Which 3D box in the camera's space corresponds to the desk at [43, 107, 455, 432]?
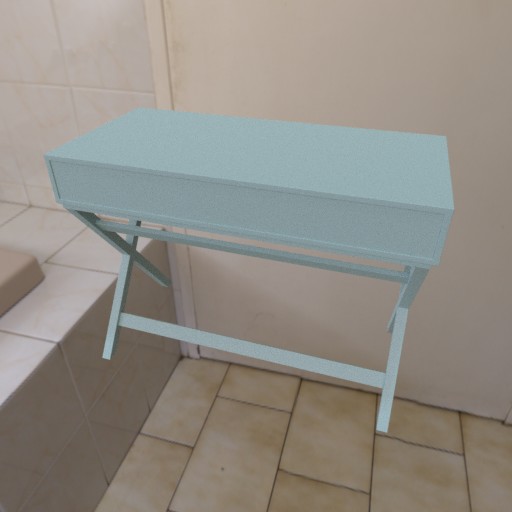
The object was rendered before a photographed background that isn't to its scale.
[{"bbox_3d":[0.000,0.000,1.502,1.057,0.780,0.525,10,35,15],"label":"desk"}]
